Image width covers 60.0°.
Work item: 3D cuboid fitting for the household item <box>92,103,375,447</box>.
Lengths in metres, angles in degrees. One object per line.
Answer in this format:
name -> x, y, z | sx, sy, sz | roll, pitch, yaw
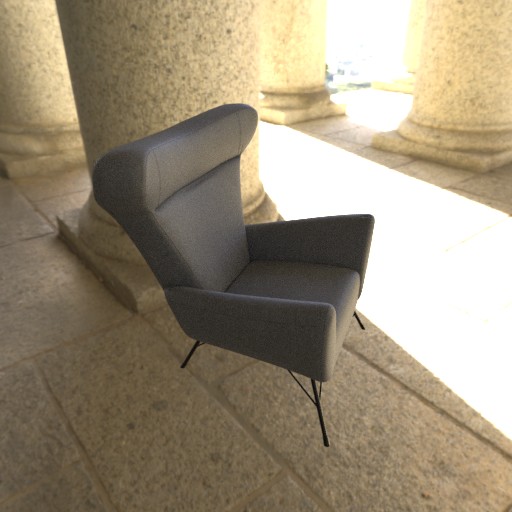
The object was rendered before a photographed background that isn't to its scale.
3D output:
household item -> 0.000, 0.000, 1.843 | 0.900, 1.050, 0.980 | 11, 31, 19
